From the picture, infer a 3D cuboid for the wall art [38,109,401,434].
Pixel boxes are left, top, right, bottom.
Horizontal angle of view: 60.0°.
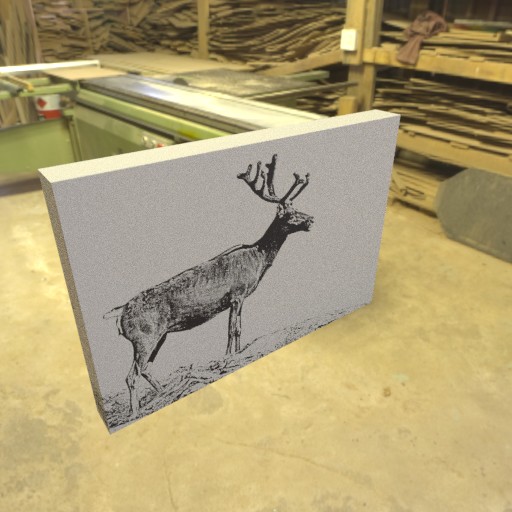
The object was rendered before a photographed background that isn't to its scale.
[{"bbox_3d":[0.000,0.000,0.482,0.381,0.259,0.038,-20,35,-31],"label":"wall art"}]
